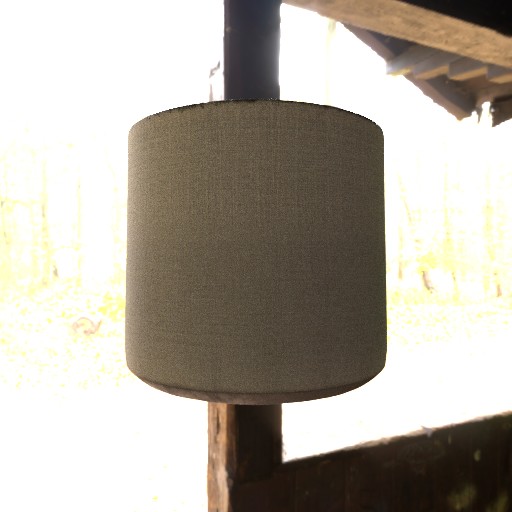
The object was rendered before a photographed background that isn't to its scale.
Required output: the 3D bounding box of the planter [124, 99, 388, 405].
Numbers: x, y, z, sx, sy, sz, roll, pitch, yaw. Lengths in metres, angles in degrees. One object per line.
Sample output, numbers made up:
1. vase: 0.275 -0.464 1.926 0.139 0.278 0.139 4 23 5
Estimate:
1. planter: 0.000 0.000 0.388 0.221 0.201 0.221 0 0 0
